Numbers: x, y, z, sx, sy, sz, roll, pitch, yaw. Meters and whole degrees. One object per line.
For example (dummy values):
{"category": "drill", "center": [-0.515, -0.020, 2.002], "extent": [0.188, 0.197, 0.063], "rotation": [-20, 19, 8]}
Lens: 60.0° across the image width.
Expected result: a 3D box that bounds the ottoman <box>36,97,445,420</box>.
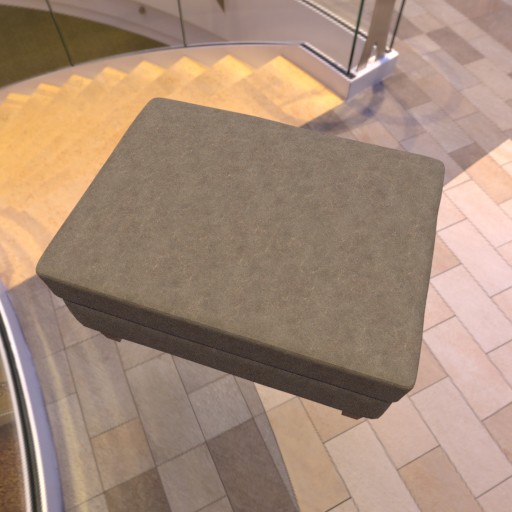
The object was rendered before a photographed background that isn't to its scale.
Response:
{"category": "ottoman", "center": [0.000, 0.000, 1.226], "extent": [0.839, 0.464, 0.639], "rotation": [15, 59, 9]}
